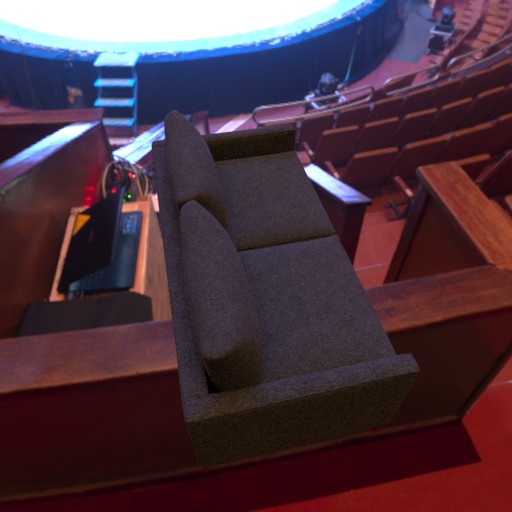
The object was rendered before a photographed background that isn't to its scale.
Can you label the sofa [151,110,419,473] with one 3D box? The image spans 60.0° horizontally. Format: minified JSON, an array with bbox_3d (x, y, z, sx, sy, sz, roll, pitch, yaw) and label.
[{"bbox_3d":[0.000,0.000,2.212,0.866,0.862,1.716,-10,48,-9],"label":"sofa"}]
